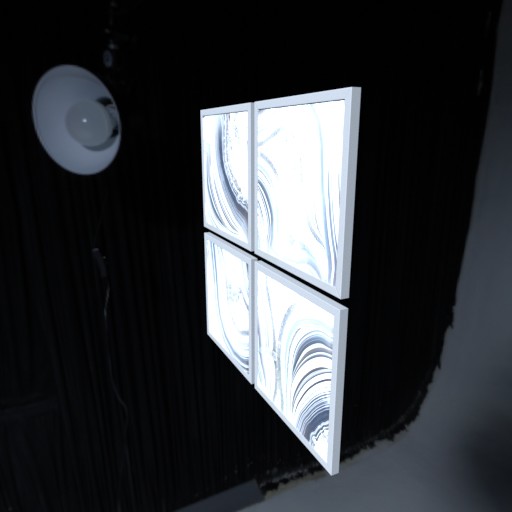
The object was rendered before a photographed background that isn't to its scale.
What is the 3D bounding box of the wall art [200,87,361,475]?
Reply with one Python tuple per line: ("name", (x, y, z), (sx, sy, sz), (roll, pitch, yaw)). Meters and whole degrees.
("wall art", (0.000, 0.000, 1.704), (0.029, 1.118, 1.118), (-7, 17, -25))
